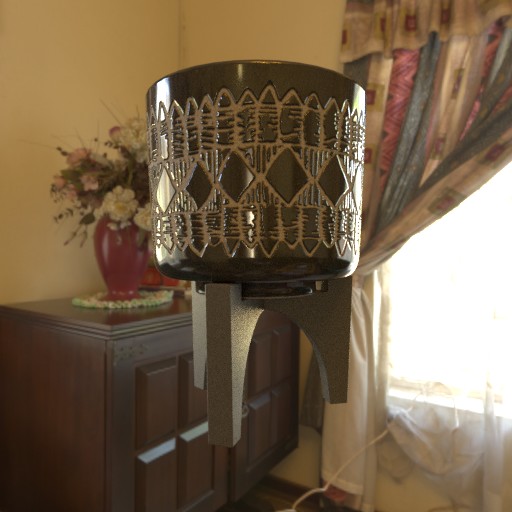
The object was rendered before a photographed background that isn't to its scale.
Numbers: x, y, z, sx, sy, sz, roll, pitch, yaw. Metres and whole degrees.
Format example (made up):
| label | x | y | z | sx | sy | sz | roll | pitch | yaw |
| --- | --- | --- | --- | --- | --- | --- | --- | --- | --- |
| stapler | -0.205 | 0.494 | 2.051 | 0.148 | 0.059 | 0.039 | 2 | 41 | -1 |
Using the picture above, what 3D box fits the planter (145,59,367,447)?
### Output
| label | x | y | z | sx | sy | sz | roll | pitch | yaw |
| --- | --- | --- | --- | --- | --- | --- | --- | --- | --- |
| planter | 0.000 | 0.000 | 0.519 | 0.251 | 0.355 | 0.251 | 0 | 1 | 18 |
